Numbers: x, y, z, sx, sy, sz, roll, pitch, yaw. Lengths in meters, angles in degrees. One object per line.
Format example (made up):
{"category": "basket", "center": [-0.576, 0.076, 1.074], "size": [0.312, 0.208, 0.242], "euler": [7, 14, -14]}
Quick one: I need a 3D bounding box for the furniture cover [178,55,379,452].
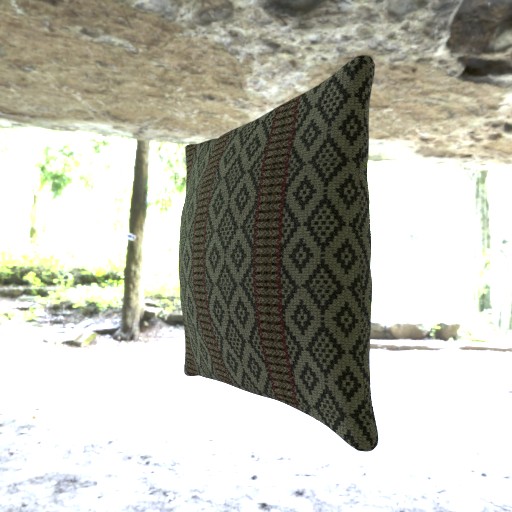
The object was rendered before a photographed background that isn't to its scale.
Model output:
{"category": "furniture cover", "center": [0.000, 0.000, 0.765], "size": [0.182, 0.506, 0.503], "euler": [1, -2, -36]}
